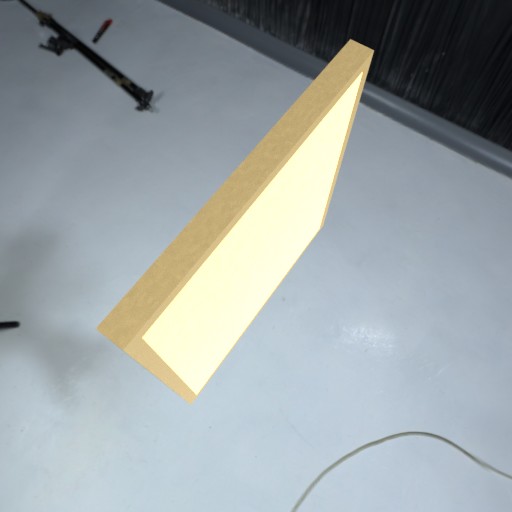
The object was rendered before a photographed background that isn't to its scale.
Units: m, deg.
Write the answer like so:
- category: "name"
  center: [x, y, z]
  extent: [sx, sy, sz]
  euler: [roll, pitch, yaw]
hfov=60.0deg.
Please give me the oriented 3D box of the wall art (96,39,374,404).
- category: "wall art"
  center: [0.000, 0.000, 1.924]
  extent: [0.095, 1.284, 1.284]
  euler: [33, 70, 14]
